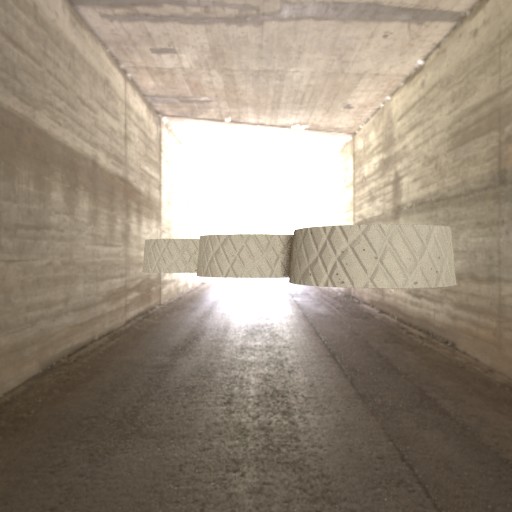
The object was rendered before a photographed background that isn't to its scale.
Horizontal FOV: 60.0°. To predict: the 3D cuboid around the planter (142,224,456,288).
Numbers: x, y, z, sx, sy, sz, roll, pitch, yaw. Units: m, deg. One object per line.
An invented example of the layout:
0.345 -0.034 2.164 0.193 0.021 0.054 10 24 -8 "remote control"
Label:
0.000 0.000 0.427 0.114 0.038 0.390 0 0 -35 "planter"
